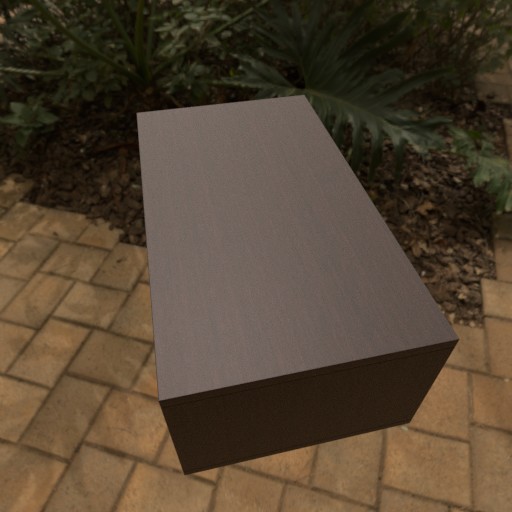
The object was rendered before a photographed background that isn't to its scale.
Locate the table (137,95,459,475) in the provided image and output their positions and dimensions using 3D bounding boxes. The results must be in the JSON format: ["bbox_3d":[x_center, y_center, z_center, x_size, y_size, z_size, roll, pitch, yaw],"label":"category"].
[{"bbox_3d":[0.000,0.000,1.350,0.590,0.460,1.050,-9,47,-9],"label":"table"}]
